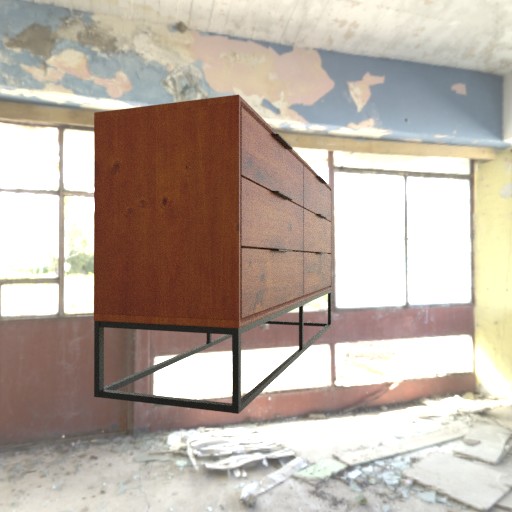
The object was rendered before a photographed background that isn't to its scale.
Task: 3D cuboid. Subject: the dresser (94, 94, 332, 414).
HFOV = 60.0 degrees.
[{"bbox_3d":[0.000,0.000,1.916,0.464,0.810,1.536,0,0,18],"label":"dresser"}]
